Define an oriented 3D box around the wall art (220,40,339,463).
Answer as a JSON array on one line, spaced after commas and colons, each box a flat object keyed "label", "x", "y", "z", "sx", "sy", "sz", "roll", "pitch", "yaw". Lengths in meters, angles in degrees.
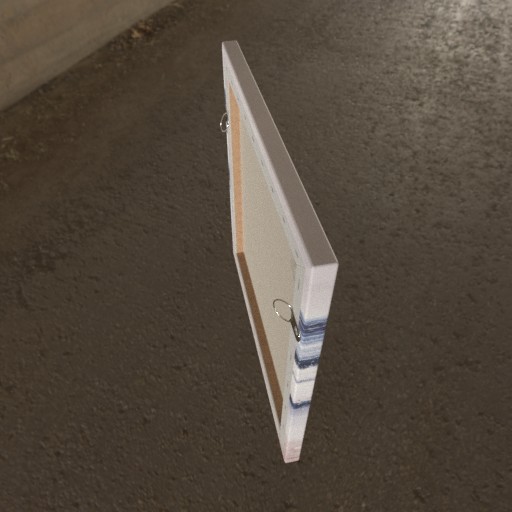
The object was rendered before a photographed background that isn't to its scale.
[{"label": "wall art", "x": 0.000, "y": 0.000, "z": 1.101, "sx": 0.065, "sy": 0.747, "sz": 0.755, "roll": -9, "pitch": 48, "yaw": -8}]
